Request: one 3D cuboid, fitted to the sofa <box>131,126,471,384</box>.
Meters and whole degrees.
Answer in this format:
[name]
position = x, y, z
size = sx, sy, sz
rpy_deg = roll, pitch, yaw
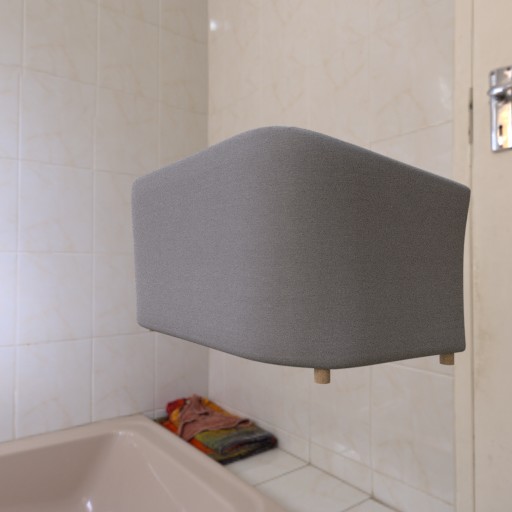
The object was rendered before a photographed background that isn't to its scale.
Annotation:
[sofa]
position = 0.000, 0.000, 1.826
size = 0.705, 0.721, 1.452
rpy_deg = 1, -1, -36
